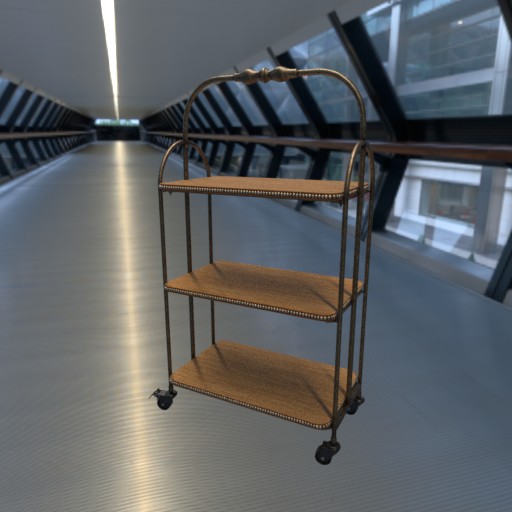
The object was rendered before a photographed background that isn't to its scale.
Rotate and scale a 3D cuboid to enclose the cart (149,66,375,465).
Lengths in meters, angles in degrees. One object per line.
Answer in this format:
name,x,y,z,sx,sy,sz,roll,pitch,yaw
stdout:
cart,0.000,0.000,1.336,0.650,1.052,0.330,8,16,27
